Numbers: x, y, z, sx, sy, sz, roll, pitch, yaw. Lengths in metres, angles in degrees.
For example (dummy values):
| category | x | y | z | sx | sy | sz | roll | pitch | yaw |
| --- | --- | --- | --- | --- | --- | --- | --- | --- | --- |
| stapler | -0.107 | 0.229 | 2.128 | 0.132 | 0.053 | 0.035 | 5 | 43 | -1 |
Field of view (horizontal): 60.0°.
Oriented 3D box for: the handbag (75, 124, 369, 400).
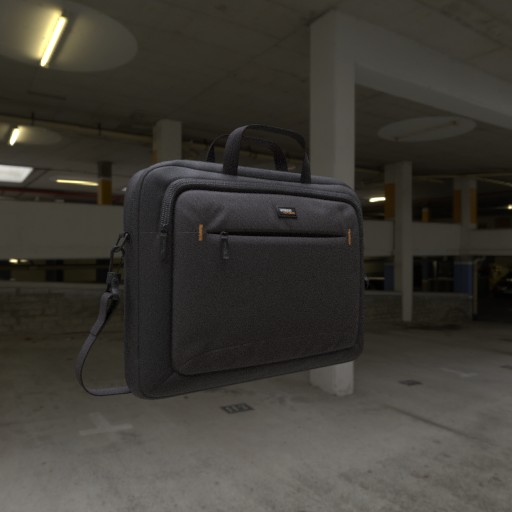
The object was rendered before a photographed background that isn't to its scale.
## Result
| category | x | y | z | sx | sy | sz | roll | pitch | yaw |
| --- | --- | --- | --- | --- | --- | --- | --- | --- | --- |
| handbag | 0.000 | 0.000 | 0.433 | 0.320 | 0.244 | 0.089 | 0 | 1 | -34 |
